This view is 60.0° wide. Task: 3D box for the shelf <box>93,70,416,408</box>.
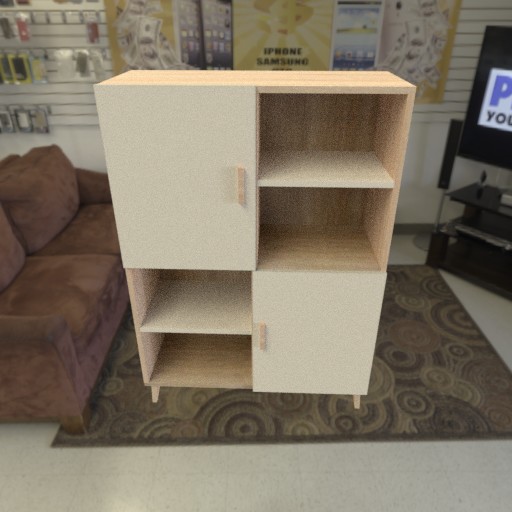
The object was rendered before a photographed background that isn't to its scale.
[{"bbox_3d":[0.000,0.000,1.867,0.995,1.405,0.434,1,29,2],"label":"shelf"}]
